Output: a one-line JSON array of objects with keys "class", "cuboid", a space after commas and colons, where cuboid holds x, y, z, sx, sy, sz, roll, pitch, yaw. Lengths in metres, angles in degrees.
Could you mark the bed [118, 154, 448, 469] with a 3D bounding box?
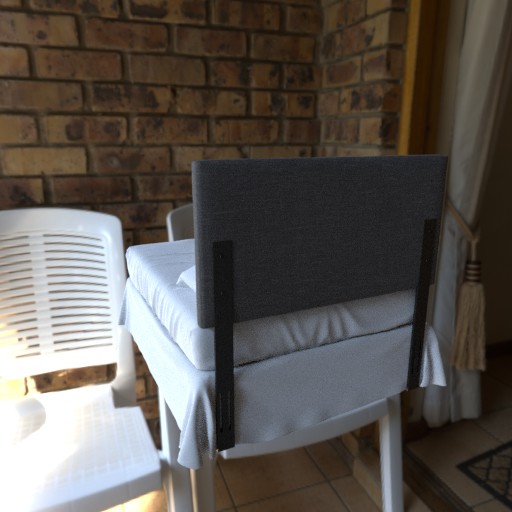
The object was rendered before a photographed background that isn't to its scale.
[{"class": "bed", "cuboid": [0.000, 0.000, 3.442, 1.936, 1.577, 2.222, -7, 17, -25]}]
